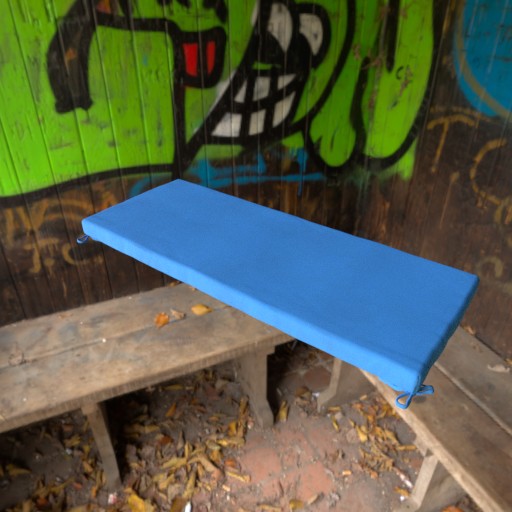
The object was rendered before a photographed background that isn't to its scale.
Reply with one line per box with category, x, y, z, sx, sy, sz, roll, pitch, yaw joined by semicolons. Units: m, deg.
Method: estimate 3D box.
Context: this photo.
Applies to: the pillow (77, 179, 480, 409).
pillow;0.000;0.000;1.325;1.187;0.081;0.492;22;38;31
